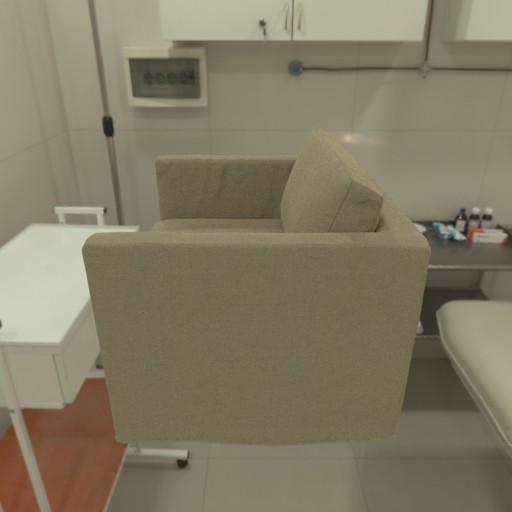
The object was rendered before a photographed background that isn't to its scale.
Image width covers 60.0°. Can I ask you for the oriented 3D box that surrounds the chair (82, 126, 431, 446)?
[{"bbox_3d":[0.000,0.000,1.721,0.949,0.863,1.057,0,26,0],"label":"chair"}]
